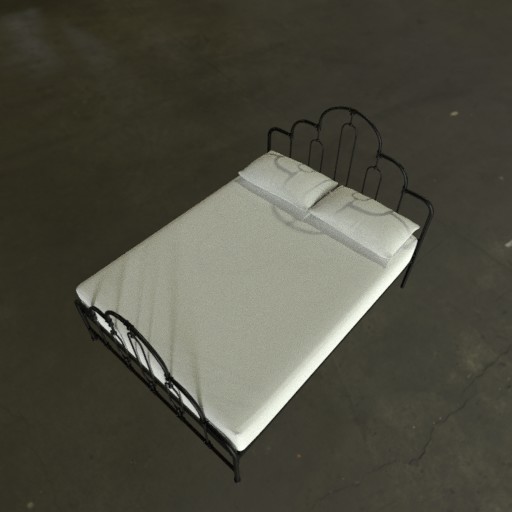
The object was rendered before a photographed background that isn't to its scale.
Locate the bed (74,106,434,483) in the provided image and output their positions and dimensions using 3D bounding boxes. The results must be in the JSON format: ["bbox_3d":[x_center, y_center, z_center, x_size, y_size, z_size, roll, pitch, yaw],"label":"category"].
[{"bbox_3d":[0.000,0.000,3.243,1.626,1.444,2.181,34,56,26],"label":"bed"}]
